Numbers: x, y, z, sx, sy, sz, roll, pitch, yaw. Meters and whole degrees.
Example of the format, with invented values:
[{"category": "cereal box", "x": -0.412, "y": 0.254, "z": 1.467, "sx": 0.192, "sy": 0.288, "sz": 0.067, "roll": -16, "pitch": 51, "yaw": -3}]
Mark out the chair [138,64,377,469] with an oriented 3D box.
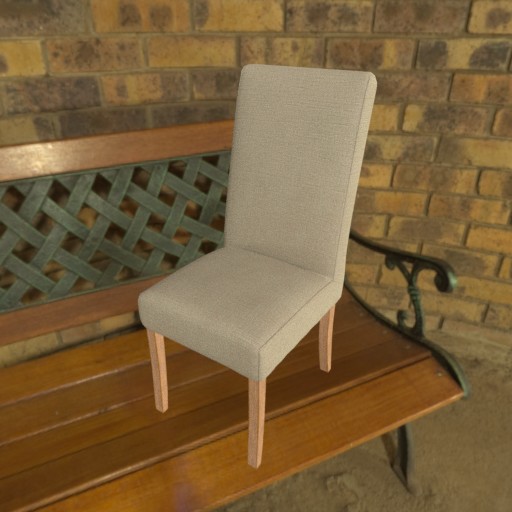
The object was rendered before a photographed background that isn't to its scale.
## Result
[{"category": "chair", "x": 0.000, "y": 0.000, "z": 1.372, "sx": 0.450, "sy": 1.033, "sz": 0.611, "roll": 18, "pitch": 33, "yaw": 29}]
